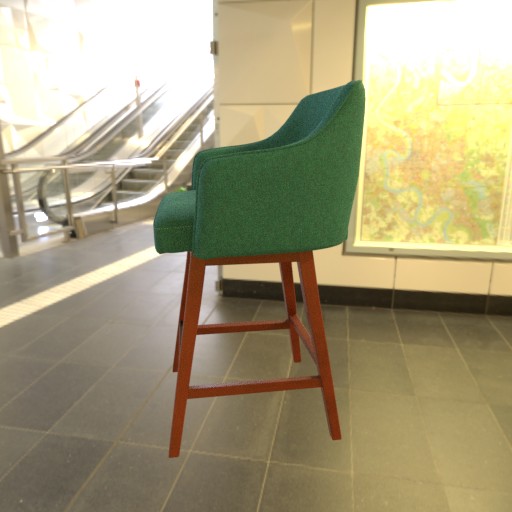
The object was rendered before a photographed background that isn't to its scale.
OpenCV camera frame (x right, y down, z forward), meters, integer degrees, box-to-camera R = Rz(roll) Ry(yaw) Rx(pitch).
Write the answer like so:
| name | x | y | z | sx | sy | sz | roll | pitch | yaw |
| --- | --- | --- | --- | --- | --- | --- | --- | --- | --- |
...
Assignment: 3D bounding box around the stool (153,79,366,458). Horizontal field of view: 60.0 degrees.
| name | x | y | z | sx | sy | sz | roll | pitch | yaw |
| --- | --- | --- | --- | --- | --- | --- | --- | --- | --- |
| stool | 0.000 | 0.000 | 1.313 | 0.556 | 0.961 | 0.548 | -2 | 15 | -9 |
